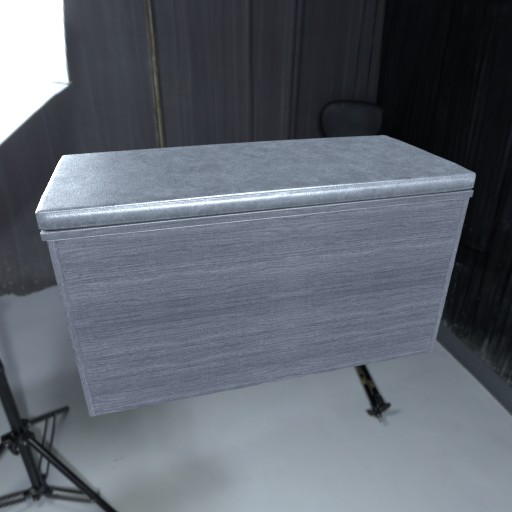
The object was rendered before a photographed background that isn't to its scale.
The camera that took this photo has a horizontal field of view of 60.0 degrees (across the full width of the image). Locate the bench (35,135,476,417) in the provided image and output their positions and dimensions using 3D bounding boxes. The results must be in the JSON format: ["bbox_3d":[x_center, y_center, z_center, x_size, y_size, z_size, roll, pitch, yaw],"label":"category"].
[{"bbox_3d":[0.000,0.000,1.156,0.905,0.501,0.401,-7,29,-13],"label":"bench"}]
